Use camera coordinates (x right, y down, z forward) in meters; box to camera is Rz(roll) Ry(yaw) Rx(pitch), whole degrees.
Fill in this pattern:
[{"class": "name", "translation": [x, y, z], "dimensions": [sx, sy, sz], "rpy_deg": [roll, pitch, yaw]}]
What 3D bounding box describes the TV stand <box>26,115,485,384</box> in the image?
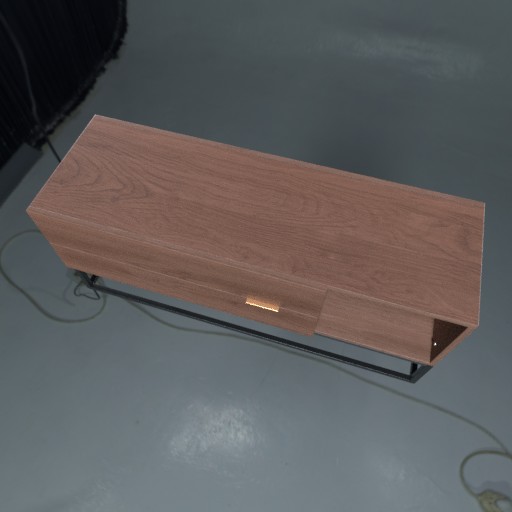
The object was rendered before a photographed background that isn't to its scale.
[{"class": "TV stand", "translation": [0.000, 0.000, 1.430], "dimensions": [1.200, 0.500, 0.415], "rpy_deg": [15, 60, 9]}]
